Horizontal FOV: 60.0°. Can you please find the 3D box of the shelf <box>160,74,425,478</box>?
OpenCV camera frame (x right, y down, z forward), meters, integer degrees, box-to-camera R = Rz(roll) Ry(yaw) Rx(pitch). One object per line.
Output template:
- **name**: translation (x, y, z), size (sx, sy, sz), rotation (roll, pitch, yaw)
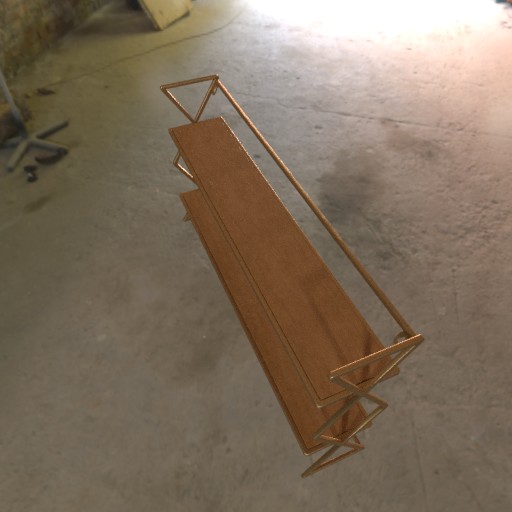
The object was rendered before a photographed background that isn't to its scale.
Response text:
- **shelf**: translation (0.000, 0.000, 1.003), size (0.150, 0.450, 0.822), rotation (-18, 51, -15)
